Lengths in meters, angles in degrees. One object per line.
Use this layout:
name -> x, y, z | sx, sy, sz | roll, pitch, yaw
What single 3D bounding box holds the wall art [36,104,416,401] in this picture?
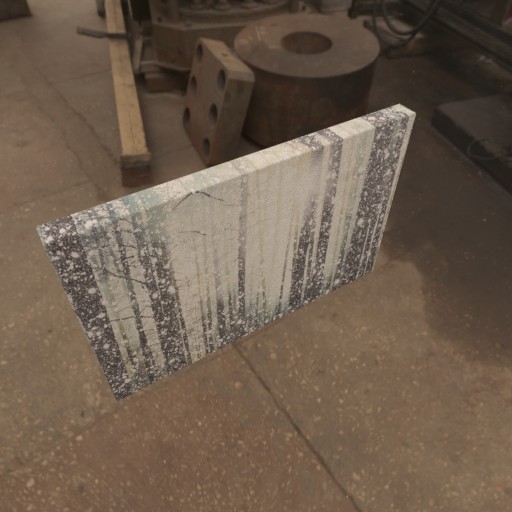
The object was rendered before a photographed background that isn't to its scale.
wall art -> 0.000, 0.000, 0.792 | 0.618, 0.398, 0.042 | -23, 50, -21
